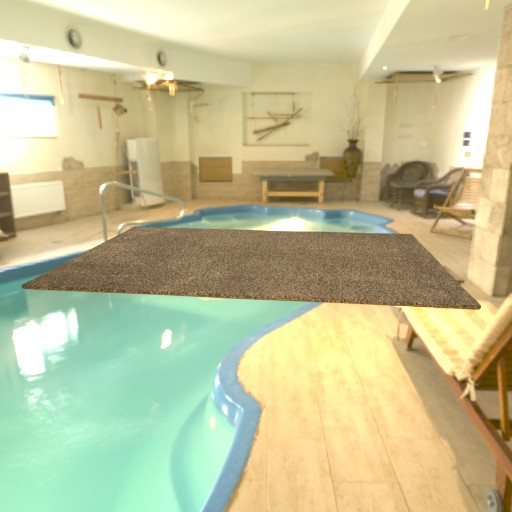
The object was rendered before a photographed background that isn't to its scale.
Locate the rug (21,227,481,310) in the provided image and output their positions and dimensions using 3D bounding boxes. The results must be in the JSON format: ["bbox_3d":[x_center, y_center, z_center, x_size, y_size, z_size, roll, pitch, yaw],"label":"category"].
[{"bbox_3d":[0.000,0.000,3.428,2.699,0.026,1.802,2,16,7],"label":"rug"}]
